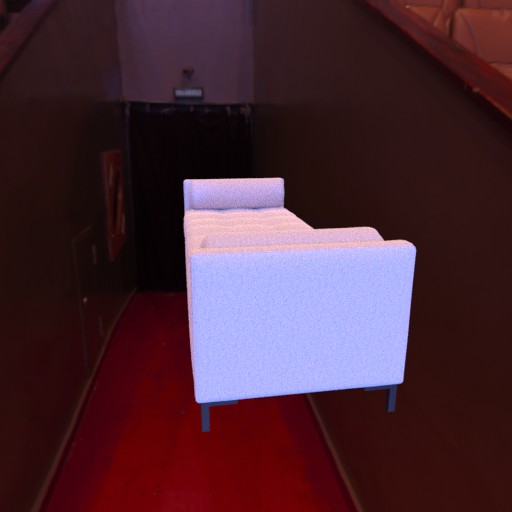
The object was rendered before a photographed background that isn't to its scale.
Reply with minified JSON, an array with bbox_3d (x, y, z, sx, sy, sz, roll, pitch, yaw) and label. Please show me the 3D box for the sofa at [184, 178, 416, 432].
[{"bbox_3d":[0.000,0.000,2.374,0.746,0.641,1.985,-3,16,-9],"label":"sofa"}]
